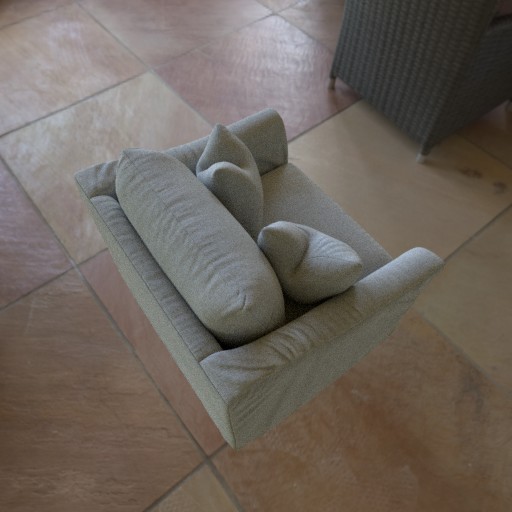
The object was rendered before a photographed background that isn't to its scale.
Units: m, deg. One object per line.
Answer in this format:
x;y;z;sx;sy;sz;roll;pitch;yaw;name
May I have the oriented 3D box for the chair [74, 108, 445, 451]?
0.000;0.000;2.046;1.071;1.059;1.194;-31;62;-18;chair
